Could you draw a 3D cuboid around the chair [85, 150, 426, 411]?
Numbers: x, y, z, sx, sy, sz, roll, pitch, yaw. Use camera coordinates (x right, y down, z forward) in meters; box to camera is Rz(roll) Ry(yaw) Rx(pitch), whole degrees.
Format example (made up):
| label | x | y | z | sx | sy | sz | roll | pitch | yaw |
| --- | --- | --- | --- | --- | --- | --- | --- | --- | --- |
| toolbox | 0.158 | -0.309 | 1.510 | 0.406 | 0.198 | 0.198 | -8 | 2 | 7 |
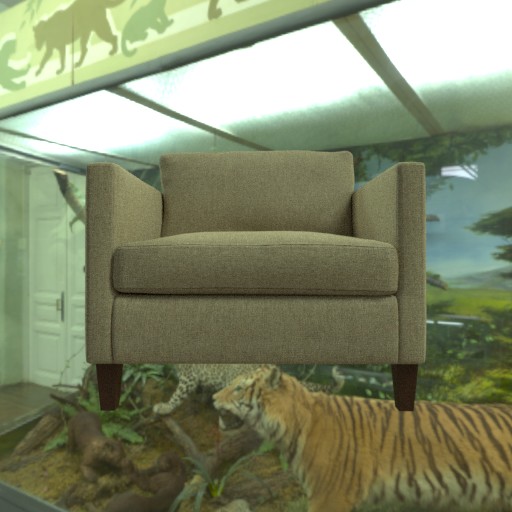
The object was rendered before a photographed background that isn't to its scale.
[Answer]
| label | x | y | z | sx | sy | sz | roll | pitch | yaw |
| --- | --- | --- | --- | --- | --- | --- | --- | --- | --- |
| chair | 0.000 | 0.000 | 1.833 | 1.107 | 0.987 | 0.959 | 0 | 0 | 0 |
